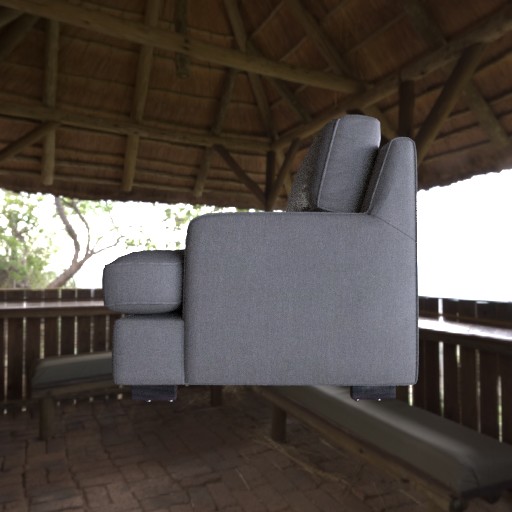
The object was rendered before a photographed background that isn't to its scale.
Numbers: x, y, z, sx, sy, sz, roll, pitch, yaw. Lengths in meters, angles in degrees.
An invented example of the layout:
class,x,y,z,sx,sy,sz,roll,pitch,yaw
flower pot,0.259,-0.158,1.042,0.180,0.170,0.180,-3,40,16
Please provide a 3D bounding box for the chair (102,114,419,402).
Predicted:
class,x,y,z,sx,sy,sz,roll,pitch,yaw
chair,0.000,0.000,2.004,1.043,0.974,1.270,0,-2,-1
